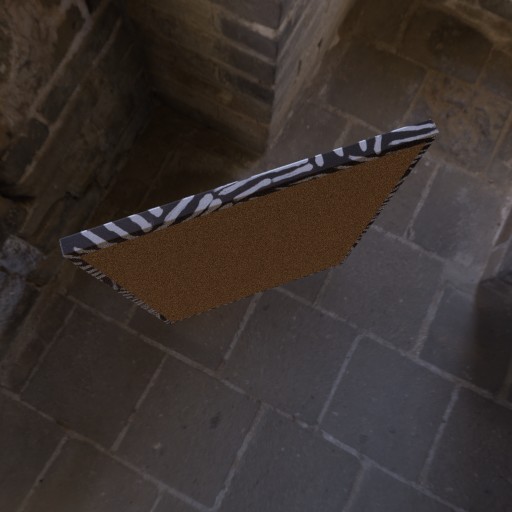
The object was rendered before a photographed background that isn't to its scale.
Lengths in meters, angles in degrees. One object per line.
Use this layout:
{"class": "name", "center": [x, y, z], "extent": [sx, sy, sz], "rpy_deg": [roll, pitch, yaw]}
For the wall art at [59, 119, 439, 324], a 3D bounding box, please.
{"class": "wall art", "center": [0.000, 0.000, 1.341], "extent": [0.765, 1.017, 0.038], "rpy_deg": [-19, 75, -5]}
